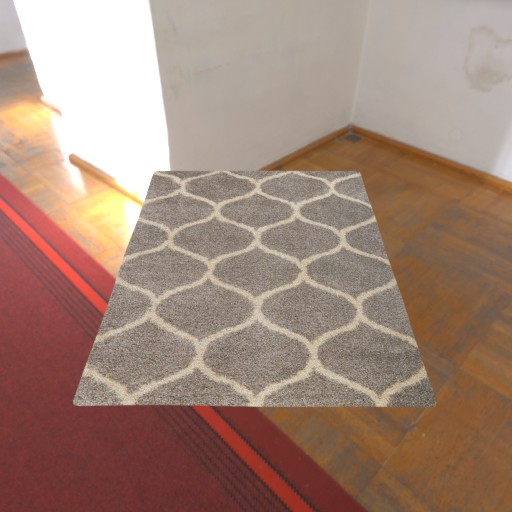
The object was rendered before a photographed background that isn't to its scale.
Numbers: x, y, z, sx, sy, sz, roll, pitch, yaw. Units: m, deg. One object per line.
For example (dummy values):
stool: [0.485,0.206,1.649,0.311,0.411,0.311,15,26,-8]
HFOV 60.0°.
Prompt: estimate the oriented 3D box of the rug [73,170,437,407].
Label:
rug: [0.000,0.000,4.029,2.399,0.026,3.000,0,41,0]
